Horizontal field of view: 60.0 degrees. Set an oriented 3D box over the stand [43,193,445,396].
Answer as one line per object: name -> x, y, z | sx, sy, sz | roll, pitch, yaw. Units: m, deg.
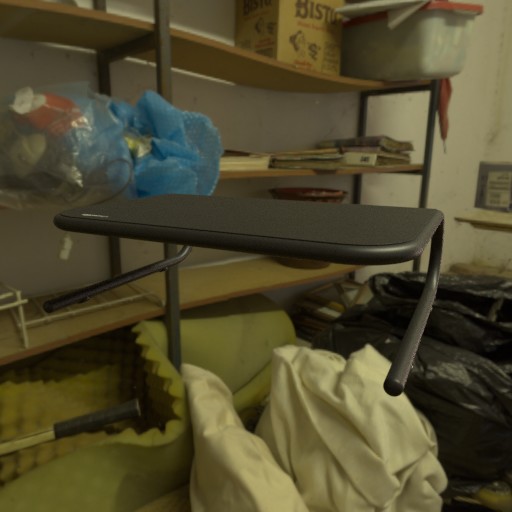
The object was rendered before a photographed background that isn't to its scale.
stand -> 0.000, 0.000, 0.499 | 0.370, 0.108, 0.280 | 7, 16, 26
